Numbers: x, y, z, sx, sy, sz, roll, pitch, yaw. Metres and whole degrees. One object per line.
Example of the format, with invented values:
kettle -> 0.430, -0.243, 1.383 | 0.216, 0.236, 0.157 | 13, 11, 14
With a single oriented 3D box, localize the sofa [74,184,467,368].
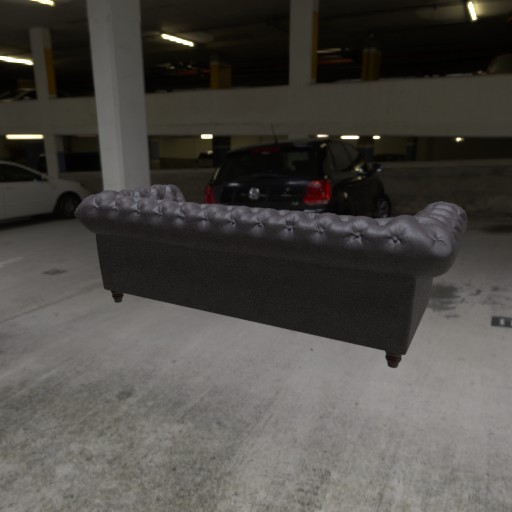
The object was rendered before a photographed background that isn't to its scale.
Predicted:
sofa -> 0.000, 0.000, 2.864 | 2.385, 0.783, 0.944 | 8, 17, 27
